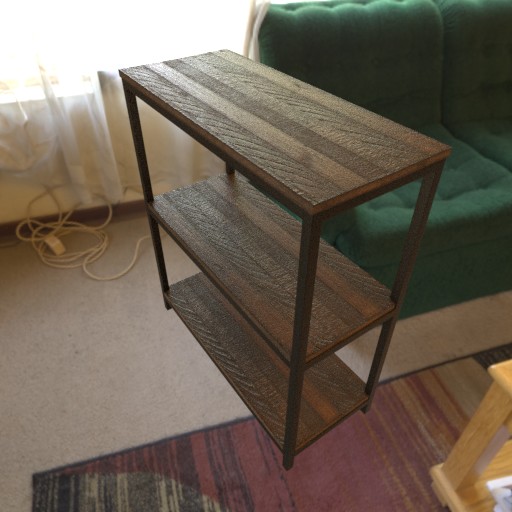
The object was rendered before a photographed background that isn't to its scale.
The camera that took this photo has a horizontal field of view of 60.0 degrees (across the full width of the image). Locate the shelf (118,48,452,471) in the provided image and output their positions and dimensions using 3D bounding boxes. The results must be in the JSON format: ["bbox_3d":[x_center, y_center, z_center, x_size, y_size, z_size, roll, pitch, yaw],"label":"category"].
[{"bbox_3d":[0.000,0.000,1.344,0.352,0.947,0.822,-24,46,-26],"label":"shelf"}]
